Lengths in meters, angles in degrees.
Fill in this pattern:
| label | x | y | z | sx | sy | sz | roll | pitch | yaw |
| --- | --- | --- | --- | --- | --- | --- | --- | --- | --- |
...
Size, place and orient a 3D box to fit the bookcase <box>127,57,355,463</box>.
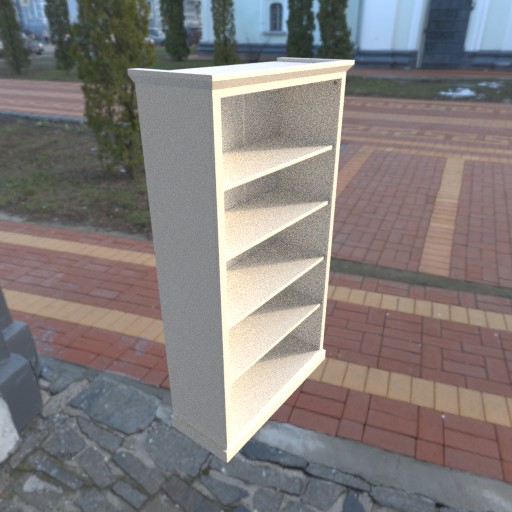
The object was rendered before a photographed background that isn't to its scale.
| label | x | y | z | sx | sy | sz | roll | pitch | yaw |
| --- | --- | --- | --- | --- | --- | --- | --- | --- | --- |
| bookcase | 0.000 | 0.000 | 2.361 | 0.432 | 1.880 | 1.050 | 19 | 32 | 32 |
